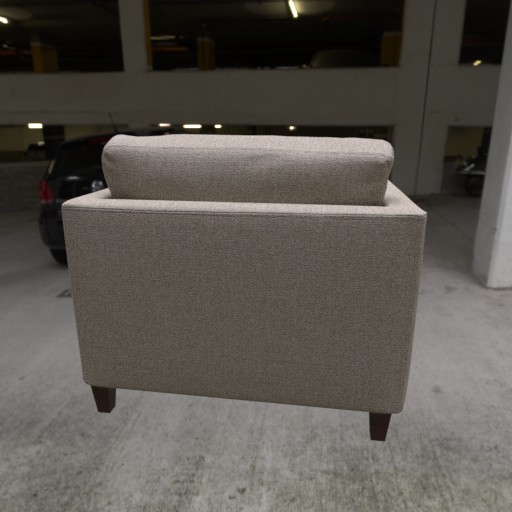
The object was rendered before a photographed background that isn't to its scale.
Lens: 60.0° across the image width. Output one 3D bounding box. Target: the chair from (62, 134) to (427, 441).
[{"bbox_3d":[0.000,0.000,1.795,1.107,0.961,0.959,3,17,8],"label":"chair"}]
